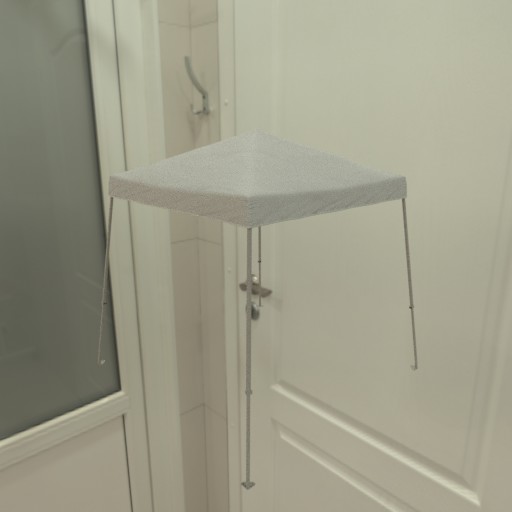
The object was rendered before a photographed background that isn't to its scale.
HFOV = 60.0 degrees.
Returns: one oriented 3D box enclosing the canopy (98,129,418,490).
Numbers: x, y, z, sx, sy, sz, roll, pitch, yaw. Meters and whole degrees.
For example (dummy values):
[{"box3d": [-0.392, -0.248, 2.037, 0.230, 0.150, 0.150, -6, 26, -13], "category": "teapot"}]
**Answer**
[{"box3d": [0.000, 0.000, 5.177, 2.848, 2.849, 2.849, -14, 21, -41], "category": "canopy"}]
